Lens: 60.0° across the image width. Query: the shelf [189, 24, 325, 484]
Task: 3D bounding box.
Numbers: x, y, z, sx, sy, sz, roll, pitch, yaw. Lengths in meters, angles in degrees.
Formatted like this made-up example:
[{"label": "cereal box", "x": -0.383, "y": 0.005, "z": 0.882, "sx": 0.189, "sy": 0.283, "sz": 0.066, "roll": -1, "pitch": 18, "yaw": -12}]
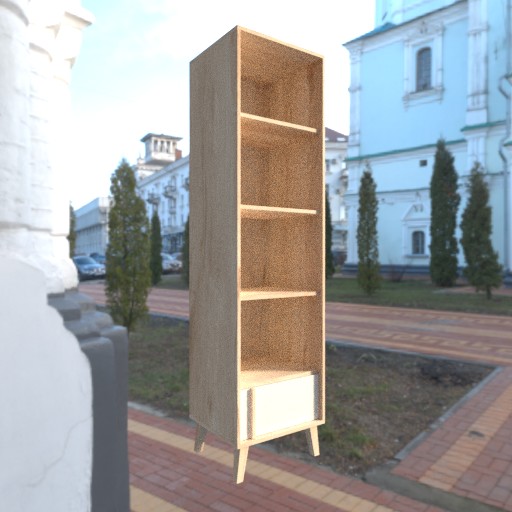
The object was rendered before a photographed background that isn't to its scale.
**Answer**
[{"label": "shelf", "x": 0.000, "y": 0.000, "z": 2.206, "sx": 0.510, "sy": 1.960, "sz": 0.450, "roll": 0, "pitch": 0, "yaw": -35}]
